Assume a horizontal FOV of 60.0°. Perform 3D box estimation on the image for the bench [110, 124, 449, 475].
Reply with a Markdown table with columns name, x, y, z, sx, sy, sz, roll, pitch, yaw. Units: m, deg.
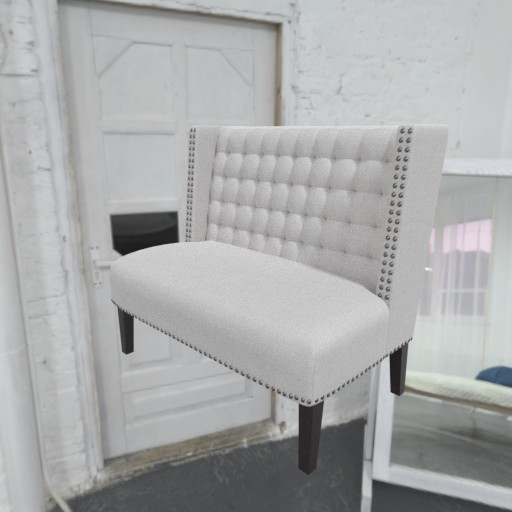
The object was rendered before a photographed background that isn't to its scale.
| name | x | y | z | sx | sy | sz | roll | pitch | yaw |
| --- | --- | --- | --- | --- | --- | --- | --- | --- | --- |
| bench | 0.000 | 0.000 | 1.982 | 1.280 | 1.123 | 0.847 | 15 | 22 | 42 |
